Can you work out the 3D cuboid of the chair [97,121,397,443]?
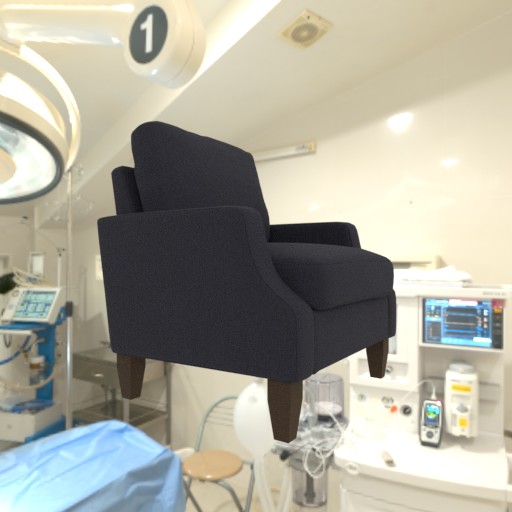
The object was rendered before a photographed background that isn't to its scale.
[{"bbox_3d":[0.000,0.000,1.706,0.897,0.991,0.855,0,0,34],"label":"chair"}]
